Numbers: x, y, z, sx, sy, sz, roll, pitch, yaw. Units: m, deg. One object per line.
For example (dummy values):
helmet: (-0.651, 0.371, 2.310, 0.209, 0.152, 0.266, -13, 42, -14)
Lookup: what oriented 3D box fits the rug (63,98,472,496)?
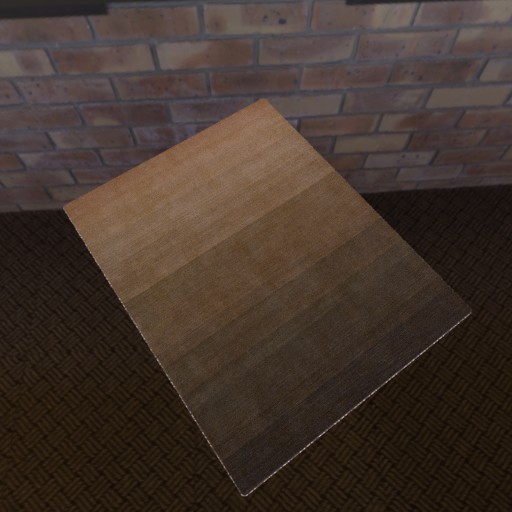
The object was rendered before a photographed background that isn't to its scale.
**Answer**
rug: (0.000, 0.000, 3.849, 2.305, 0.017, 2.902, -33, 68, -15)
